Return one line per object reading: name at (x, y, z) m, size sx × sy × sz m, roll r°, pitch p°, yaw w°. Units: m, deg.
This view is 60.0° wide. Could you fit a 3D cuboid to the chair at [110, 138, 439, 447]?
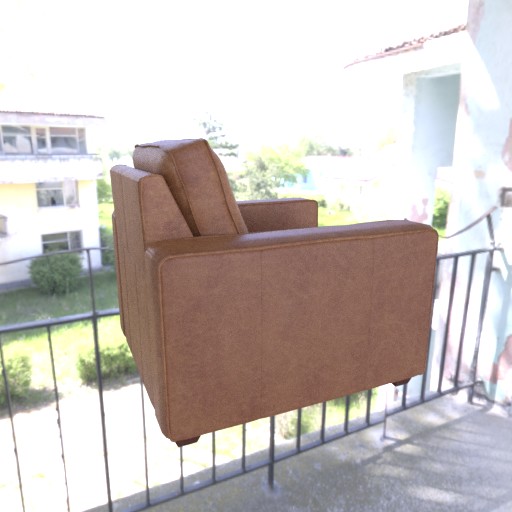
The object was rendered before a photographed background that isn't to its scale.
chair at (0.000, 0.000, 1.766) m, size 1.027 × 0.901 × 0.987 m, roll -7°, pitch 16°, yaw -26°
